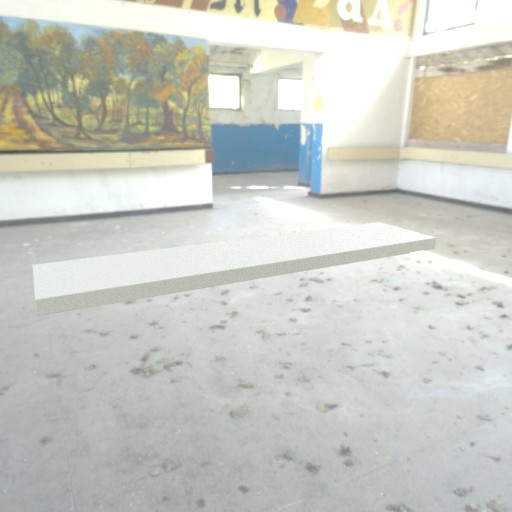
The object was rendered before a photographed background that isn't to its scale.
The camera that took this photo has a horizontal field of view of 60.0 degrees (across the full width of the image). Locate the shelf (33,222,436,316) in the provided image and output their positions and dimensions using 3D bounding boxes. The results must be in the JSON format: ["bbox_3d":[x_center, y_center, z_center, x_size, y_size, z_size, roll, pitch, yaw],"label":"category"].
[{"bbox_3d":[0.000,0.000,0.677,0.610,0.020,0.140,-8,18,-26],"label":"shelf"}]
